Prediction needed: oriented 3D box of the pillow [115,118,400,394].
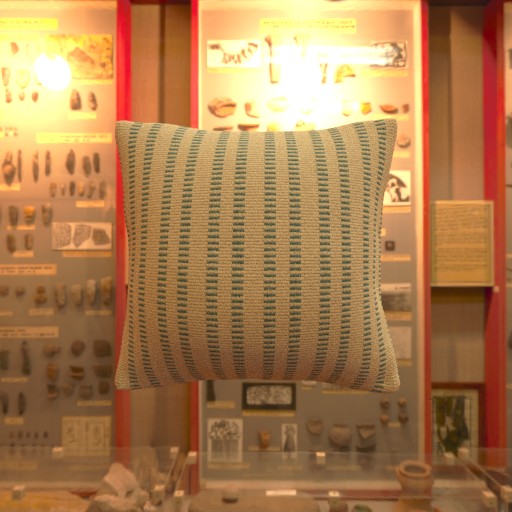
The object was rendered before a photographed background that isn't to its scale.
[{"bbox_3d":[0.000,0.000,0.680,0.438,0.419,0.247,0,0,1],"label":"pillow"}]
